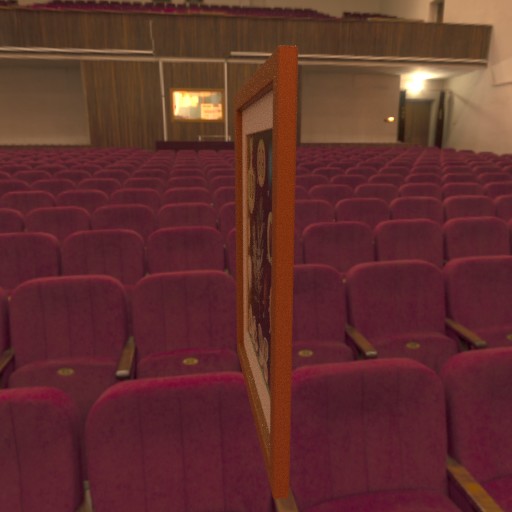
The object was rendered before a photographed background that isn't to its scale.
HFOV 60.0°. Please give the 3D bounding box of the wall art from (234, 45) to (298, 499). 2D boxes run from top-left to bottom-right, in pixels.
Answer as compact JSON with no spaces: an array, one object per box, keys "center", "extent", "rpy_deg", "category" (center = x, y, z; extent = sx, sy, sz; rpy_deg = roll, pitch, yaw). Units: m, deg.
[{"center":[0.000,0.000,0.506],"extent":[0.015,0.379,0.310],"rpy_deg":[-2,14,-8],"category":"wall art"}]
